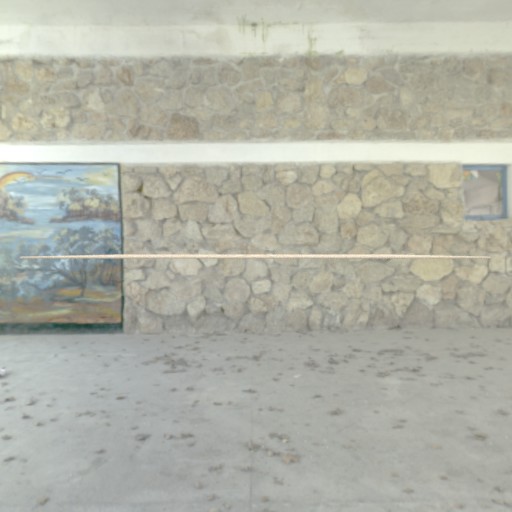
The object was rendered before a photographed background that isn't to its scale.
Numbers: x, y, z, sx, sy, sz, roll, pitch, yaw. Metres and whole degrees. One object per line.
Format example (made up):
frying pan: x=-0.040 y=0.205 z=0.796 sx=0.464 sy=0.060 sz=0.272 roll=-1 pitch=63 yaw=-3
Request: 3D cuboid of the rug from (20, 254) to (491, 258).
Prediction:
rug: x=0.000 y=0.000 z=2.326 sx=1.828 sy=0.007 sz=1.220 roll=0 pitch=1 yaw=0
